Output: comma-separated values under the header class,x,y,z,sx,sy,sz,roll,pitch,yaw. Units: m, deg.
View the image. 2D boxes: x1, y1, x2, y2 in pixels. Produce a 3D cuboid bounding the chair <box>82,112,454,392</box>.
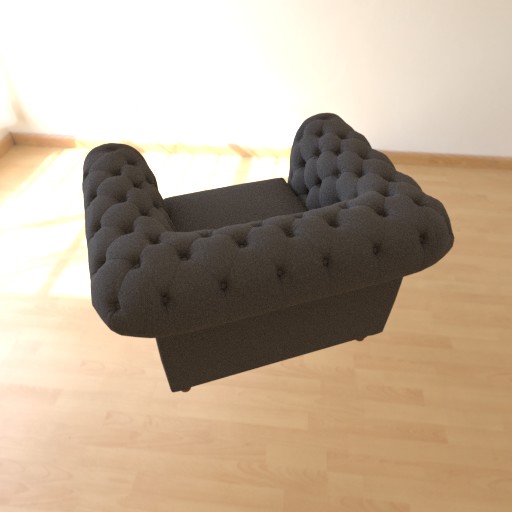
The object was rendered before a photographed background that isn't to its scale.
class,x,y,z,sx,sy,sz,roll,pitch,yaw
chair,0.000,0.000,1.883,1.270,0.770,0.976,-13,42,-14
